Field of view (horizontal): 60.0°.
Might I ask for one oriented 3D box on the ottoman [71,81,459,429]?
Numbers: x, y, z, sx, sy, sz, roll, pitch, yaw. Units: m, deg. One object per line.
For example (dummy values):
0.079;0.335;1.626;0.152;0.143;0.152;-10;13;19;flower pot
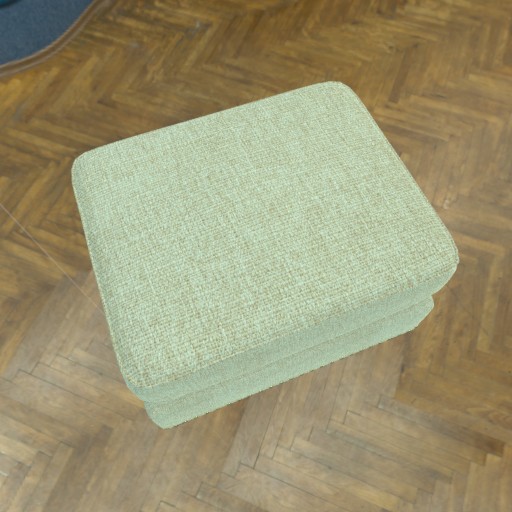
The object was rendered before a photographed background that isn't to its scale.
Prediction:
0.000;0.000;1.128;0.738;0.537;0.589;-19;65;-9;ottoman
